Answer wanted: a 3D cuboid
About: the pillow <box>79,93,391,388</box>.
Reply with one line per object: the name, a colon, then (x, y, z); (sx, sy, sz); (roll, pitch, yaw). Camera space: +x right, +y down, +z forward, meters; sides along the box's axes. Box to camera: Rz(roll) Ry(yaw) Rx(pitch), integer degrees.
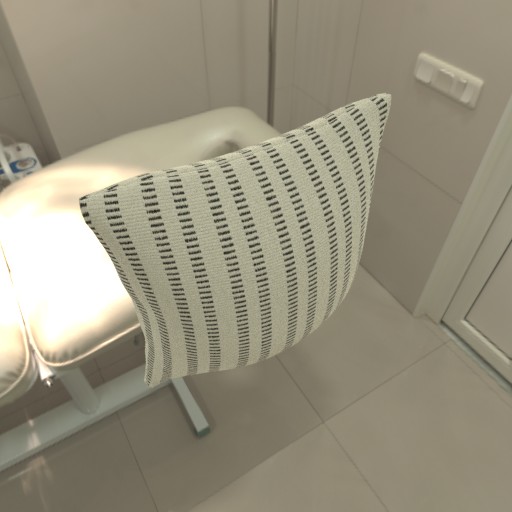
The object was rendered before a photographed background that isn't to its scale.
pillow: (0.000, 0.000, 0.684); (0.438, 0.419, 0.247); (-24, 52, -21)
